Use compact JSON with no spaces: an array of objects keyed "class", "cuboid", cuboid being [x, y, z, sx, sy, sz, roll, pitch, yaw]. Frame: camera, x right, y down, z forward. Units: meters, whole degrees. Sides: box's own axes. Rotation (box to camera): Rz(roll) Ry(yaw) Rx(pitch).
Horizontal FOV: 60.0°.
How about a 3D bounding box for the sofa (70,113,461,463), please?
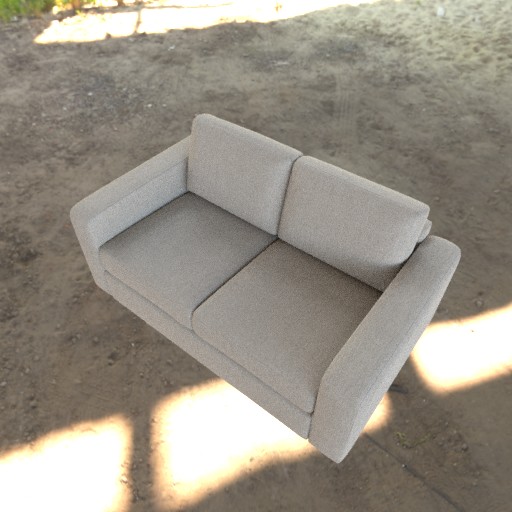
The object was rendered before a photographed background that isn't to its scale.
[{"class":"sofa","cuboid":[0.000,0.000,2.061,1.540,0.800,0.900,29,53,26]}]
